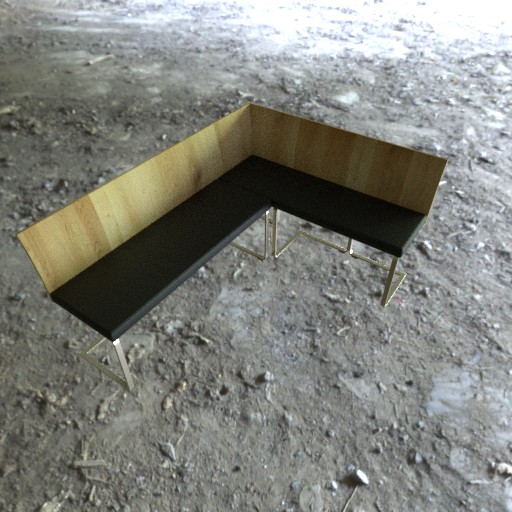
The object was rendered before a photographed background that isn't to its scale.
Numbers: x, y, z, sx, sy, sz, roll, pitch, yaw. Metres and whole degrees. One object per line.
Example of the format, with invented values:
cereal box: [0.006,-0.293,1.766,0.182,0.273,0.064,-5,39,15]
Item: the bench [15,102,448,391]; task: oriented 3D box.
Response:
bench: [0.000,0.000,2.731,1.495,0.930,1.945,25,47,26]
